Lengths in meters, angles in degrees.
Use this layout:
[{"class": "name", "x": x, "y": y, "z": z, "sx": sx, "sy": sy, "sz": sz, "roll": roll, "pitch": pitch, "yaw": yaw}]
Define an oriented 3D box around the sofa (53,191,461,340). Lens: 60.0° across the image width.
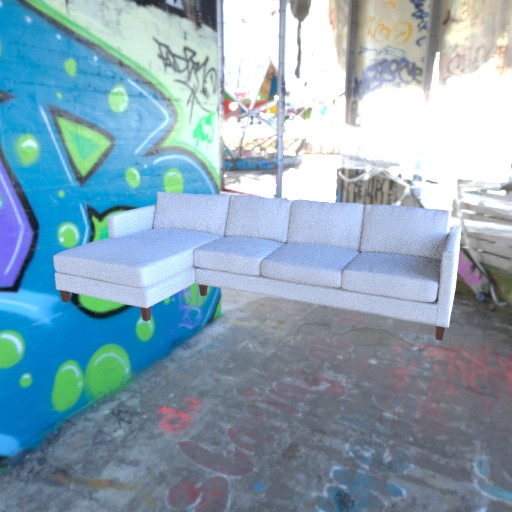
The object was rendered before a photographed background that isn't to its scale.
[{"class": "sofa", "x": 0.000, "y": 0.000, "z": 3.864, "sx": 3.186, "sy": 0.861, "sz": 1.625, "roll": 8, "pitch": 17, "yaw": 25}]
